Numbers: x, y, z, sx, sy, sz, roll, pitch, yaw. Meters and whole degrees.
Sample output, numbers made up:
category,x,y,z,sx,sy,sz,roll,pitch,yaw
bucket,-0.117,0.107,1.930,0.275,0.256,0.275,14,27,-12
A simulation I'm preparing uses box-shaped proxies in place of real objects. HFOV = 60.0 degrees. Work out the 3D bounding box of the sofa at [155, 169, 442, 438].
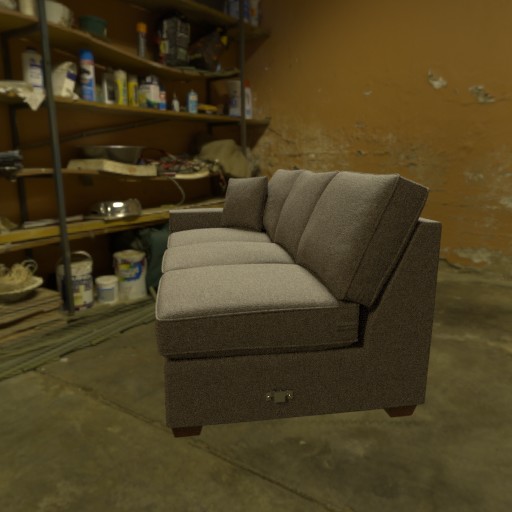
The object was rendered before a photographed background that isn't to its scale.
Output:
category,x,y,z,sx,sy,sz,roll,pitch,yaw
sofa,0.000,0.000,2.477,1.034,0.946,1.963,-2,12,-10
